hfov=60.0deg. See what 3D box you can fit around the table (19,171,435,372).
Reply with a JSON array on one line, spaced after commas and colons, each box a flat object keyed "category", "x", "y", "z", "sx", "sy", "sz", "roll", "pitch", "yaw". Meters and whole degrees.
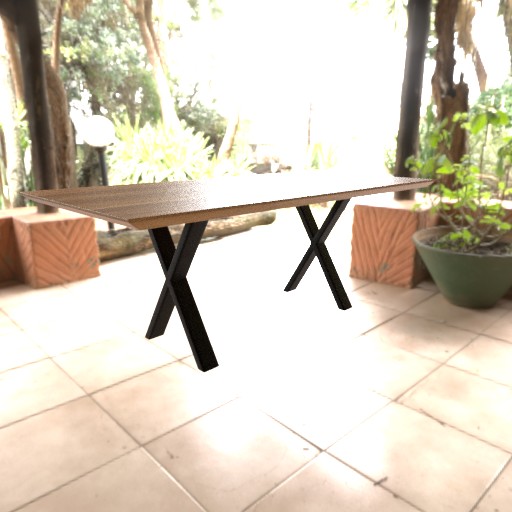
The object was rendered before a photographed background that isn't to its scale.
[{"category": "table", "x": 0.000, "y": 0.000, "z": 2.416, "sx": 2.000, "sy": 0.770, "sz": 1.000, "roll": -14, "pitch": 20, "yaw": -42}]
